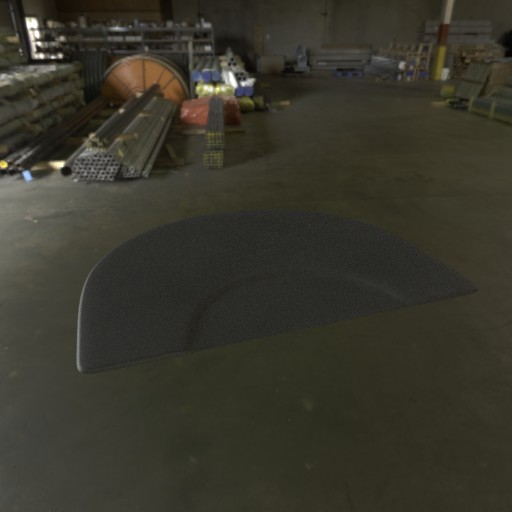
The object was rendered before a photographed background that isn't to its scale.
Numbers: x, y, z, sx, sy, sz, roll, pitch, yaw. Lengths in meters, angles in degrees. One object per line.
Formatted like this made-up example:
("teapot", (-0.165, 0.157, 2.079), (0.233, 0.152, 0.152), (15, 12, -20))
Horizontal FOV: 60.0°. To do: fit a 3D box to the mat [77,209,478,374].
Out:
("mat", (0.000, 0.000, 1.619), (1.220, 0.016, 0.917), (-9, 28, -17))
